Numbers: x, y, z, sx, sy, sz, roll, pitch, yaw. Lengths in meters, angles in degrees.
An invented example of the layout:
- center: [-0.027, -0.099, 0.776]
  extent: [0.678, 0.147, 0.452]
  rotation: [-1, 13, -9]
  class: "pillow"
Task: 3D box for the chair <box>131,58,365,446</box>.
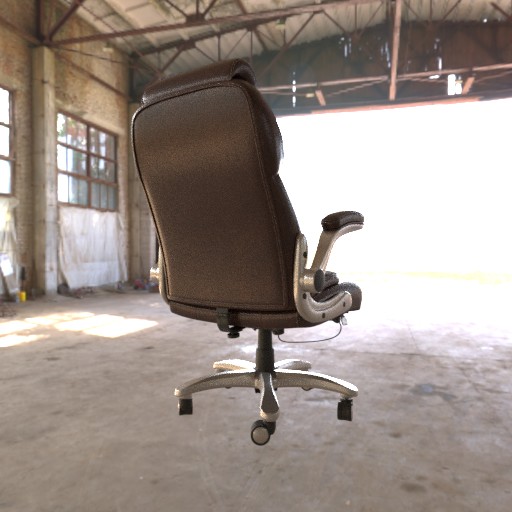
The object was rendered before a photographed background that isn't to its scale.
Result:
- center: [0.000, 0.000, 1.647]
  extent: [0.733, 1.160, 0.774]
  rotation: [0, 1, 35]
  class: "chair"
